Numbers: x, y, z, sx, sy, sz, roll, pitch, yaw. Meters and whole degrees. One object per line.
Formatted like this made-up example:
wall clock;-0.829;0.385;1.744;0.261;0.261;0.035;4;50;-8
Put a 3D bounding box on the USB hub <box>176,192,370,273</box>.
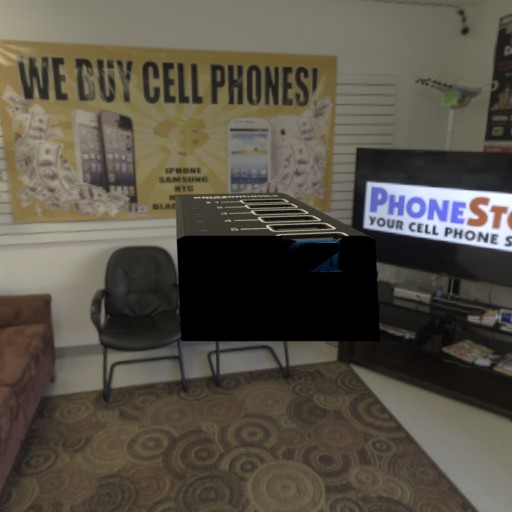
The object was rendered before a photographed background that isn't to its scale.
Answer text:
USB hub;0.000;0.000;0.127;0.044;0.023;0.110;-3;15;-10
